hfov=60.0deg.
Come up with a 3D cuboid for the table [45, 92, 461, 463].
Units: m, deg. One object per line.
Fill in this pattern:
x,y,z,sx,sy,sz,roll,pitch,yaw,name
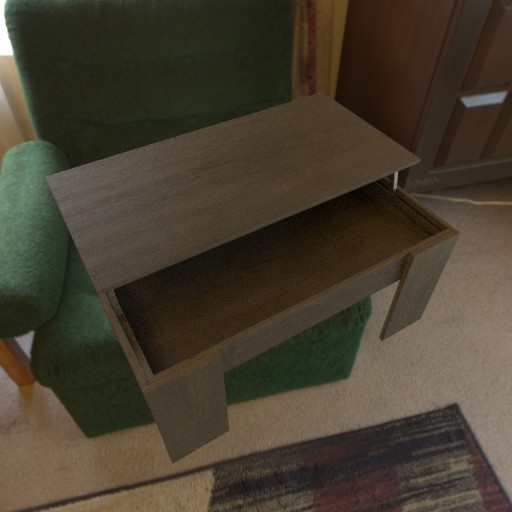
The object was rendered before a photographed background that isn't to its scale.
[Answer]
0.000,0.000,1.459,1.000,0.570,0.711,-24,51,-21,table
